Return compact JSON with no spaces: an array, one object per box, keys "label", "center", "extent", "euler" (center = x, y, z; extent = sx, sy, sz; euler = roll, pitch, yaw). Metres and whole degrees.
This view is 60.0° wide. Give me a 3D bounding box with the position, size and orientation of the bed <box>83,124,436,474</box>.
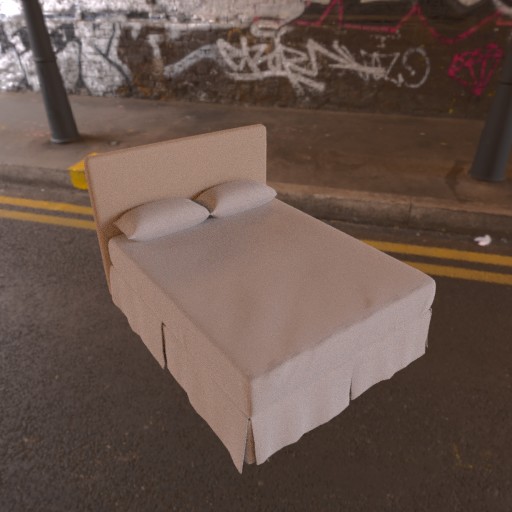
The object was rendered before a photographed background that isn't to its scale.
[{"label":"bed","center":[0.000,0.000,3.331],"extent":[1.748,1.330,2.142],"euler":[-21,36,-31]}]
